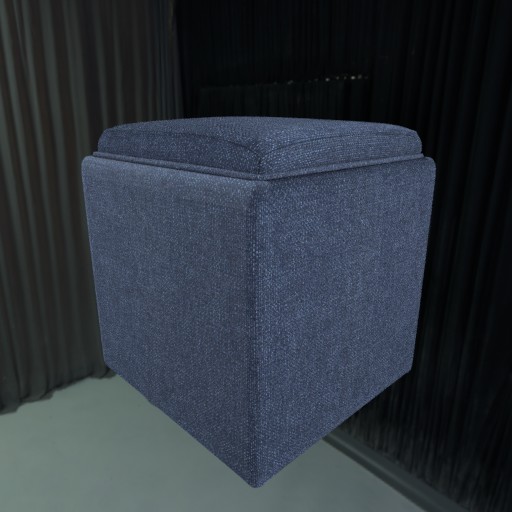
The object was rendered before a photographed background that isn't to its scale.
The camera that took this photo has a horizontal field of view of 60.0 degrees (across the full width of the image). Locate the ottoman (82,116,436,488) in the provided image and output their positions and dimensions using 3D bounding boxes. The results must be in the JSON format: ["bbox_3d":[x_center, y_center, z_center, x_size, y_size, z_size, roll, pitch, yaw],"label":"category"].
[{"bbox_3d":[0.000,0.000,0.822,0.436,0.493,0.454,-16,24,-41],"label":"ottoman"}]
